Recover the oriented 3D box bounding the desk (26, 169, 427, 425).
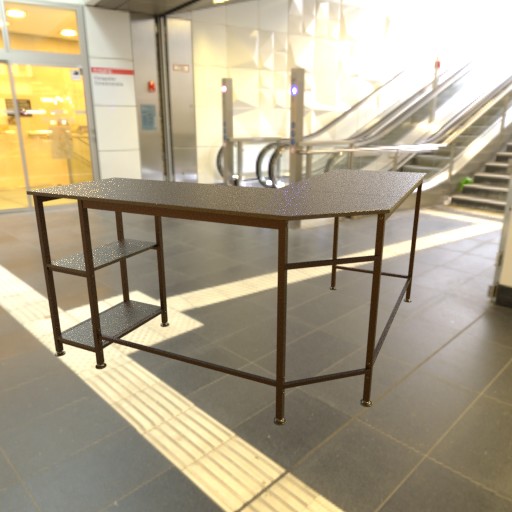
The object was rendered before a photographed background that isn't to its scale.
[{"bbox_3d":[0.000,0.000,2.191,1.379,0.739,1.379,8,19,25],"label":"desk"}]
